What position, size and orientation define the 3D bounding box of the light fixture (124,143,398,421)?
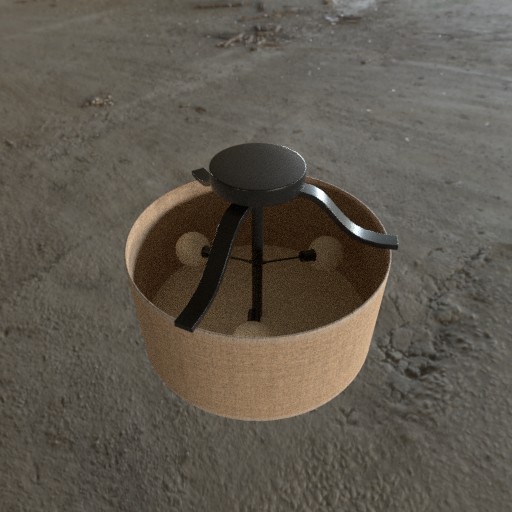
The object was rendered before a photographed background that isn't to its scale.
[{"bbox_3d":[0.000,0.000,0.669,0.390,0.306,0.390,0,41,0],"label":"light fixture"}]
